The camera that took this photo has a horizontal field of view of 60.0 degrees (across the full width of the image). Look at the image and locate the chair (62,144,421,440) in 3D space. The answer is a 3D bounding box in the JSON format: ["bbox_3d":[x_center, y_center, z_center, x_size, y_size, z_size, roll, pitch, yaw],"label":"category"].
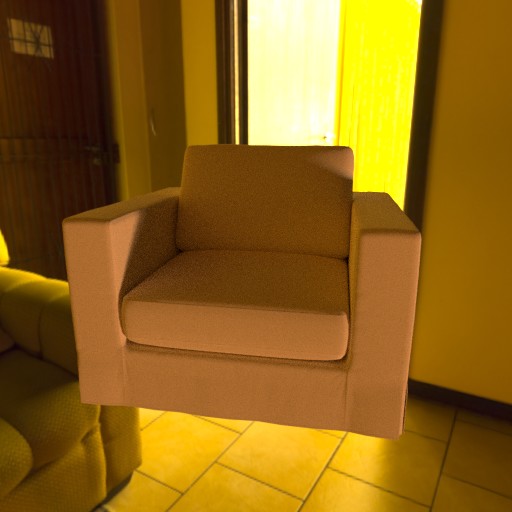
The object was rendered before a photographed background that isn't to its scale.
[{"bbox_3d":[0.000,0.000,1.811,1.150,0.878,0.957,3,15,10],"label":"chair"}]
